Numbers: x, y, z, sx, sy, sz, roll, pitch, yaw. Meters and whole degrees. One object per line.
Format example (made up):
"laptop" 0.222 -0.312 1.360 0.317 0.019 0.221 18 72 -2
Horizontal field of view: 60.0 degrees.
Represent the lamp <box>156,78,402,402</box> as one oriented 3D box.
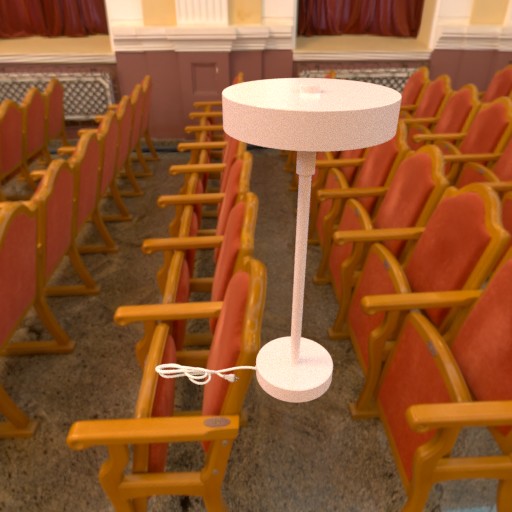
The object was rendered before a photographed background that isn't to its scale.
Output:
"lamp" 0.000 0.000 0.696 0.369 0.508 0.229 -1 30 -2
